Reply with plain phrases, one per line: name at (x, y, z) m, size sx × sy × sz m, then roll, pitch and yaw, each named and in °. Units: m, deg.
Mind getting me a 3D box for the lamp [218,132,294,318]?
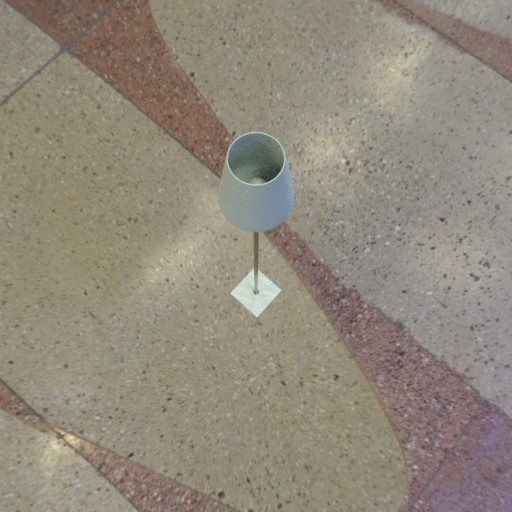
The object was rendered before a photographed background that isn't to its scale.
lamp at (0.000, 0.000, 1.928) m, size 0.229 × 1.813 × 0.232 m, roll 41°, pitch 79°, yaw 10°
